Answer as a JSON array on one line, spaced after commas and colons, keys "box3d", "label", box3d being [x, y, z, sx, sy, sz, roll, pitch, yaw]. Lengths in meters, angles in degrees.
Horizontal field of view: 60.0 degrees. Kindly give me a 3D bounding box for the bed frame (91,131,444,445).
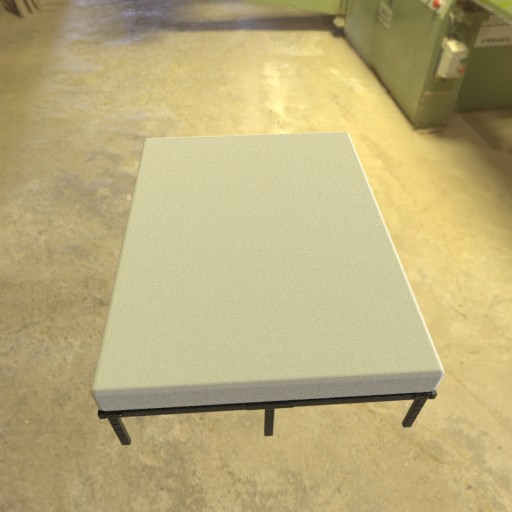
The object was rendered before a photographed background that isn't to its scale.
[{"box3d": [0.000, 0.000, 3.558, 1.990, 0.680, 2.635, -3, 46, -3], "label": "bed frame"}]
